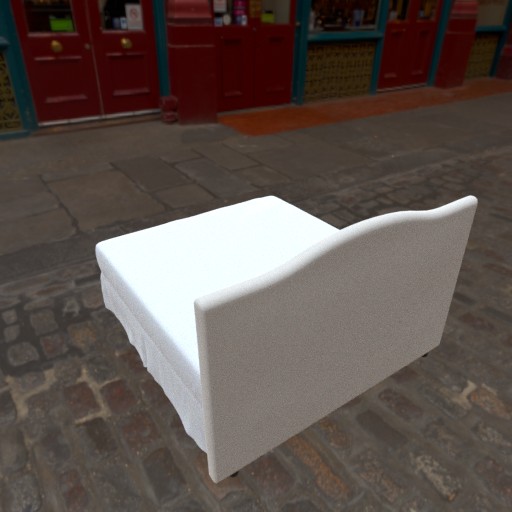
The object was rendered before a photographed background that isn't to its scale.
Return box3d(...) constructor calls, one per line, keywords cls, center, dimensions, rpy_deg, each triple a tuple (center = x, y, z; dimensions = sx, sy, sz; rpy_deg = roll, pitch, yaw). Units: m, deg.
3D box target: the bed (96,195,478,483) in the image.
box3d(cls="bed", center=(0.000, 0.000, 3.470), dimensions=(2.083, 1.421, 2.182), rpy_deg=(-19, 35, -30))
